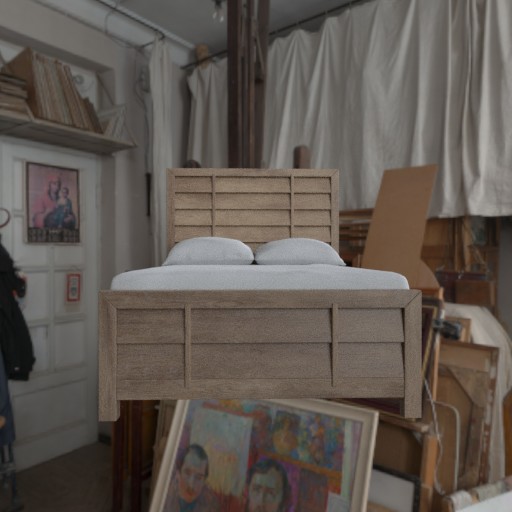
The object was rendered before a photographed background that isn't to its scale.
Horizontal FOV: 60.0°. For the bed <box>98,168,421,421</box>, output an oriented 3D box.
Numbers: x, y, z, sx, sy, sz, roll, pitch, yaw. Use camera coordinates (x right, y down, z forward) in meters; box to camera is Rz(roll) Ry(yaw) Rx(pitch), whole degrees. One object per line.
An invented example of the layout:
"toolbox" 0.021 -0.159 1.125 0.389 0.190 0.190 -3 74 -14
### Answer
"bed" 0.000 0.000 3.210 1.615 1.631 2.017 0 0 -2
